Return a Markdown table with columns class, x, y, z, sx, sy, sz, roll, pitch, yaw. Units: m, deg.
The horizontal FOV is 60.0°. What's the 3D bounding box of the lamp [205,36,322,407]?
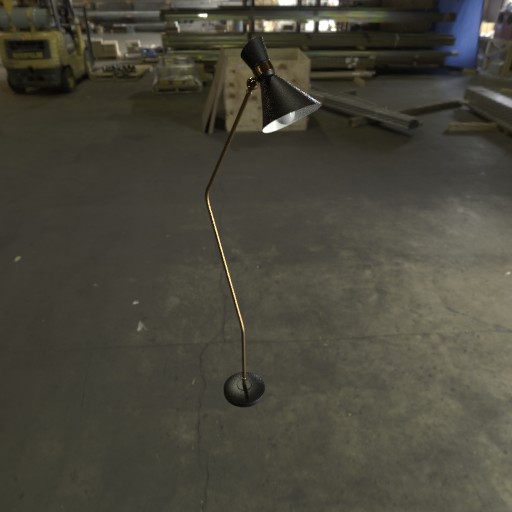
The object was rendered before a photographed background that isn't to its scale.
| class | x | y | z | sx | sy | sz | roll | pitch | yaw |
| --- | --- | --- | --- | --- | --- | --- | --- | --- | --- |
| lamp | 0.000 | 0.000 | 1.605 | 0.277 | 1.438 | 0.467 | -9 | 33 | -14 |
